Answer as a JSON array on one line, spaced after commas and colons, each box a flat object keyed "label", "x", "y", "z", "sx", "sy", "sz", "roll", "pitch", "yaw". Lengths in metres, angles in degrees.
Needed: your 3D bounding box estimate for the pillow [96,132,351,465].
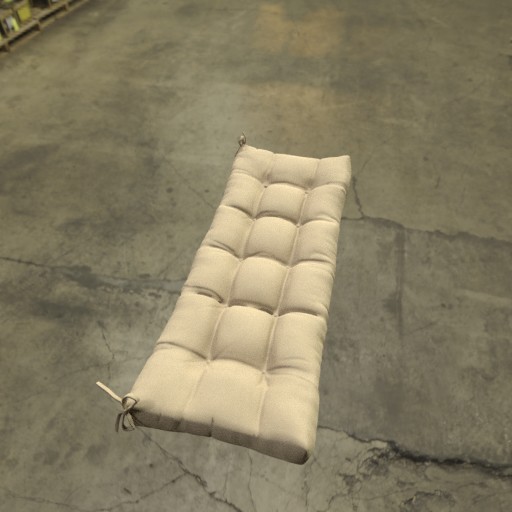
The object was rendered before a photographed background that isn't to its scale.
[{"label": "pillow", "x": 0.000, "y": 0.000, "z": 1.376, "sx": 0.511, "sy": 0.174, "sz": 1.194, "roll": 9, "pitch": 48, "yaw": 9}]
